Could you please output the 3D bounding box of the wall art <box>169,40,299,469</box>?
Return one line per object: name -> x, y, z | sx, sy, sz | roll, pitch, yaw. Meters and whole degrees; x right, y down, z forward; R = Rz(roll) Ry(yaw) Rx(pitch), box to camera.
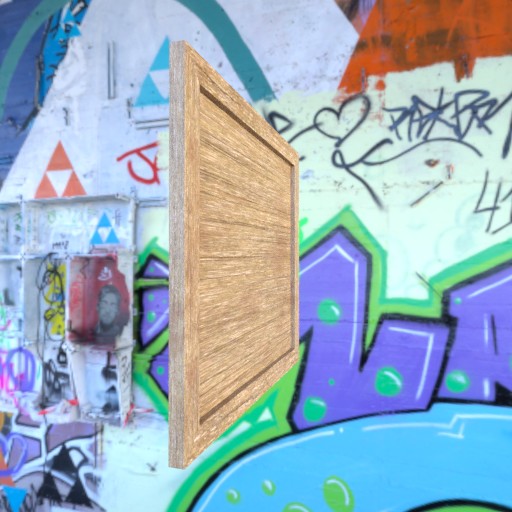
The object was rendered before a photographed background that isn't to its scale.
wall art -> 0.000, 0.000, 0.937 | 0.026, 0.588, 0.690 | 0, -1, 19
